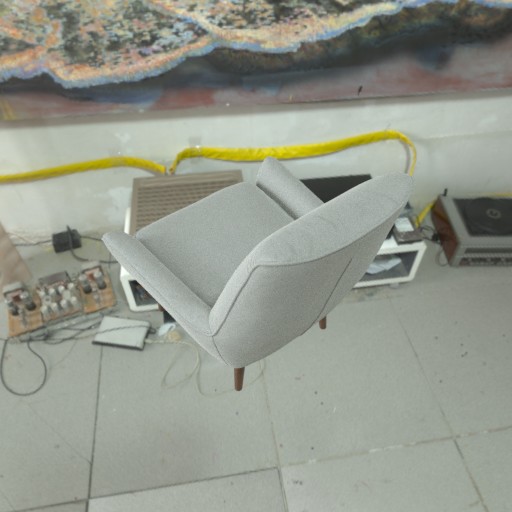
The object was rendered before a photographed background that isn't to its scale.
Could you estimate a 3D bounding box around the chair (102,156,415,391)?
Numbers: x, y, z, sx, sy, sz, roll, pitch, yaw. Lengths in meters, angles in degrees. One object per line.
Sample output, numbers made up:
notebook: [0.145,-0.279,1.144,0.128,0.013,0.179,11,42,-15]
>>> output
chair: [0.000,0.000,1.541,0.787,0.888,0.822,-30,54,-25]
